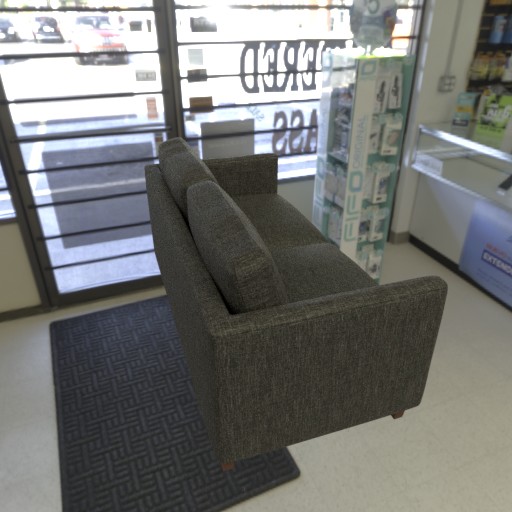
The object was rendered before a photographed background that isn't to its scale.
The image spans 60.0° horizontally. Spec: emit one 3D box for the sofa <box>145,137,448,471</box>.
[{"bbox_3d":[0.000,0.000,2.409,0.950,0.963,1.884,-9,30,-16],"label":"sofa"}]
